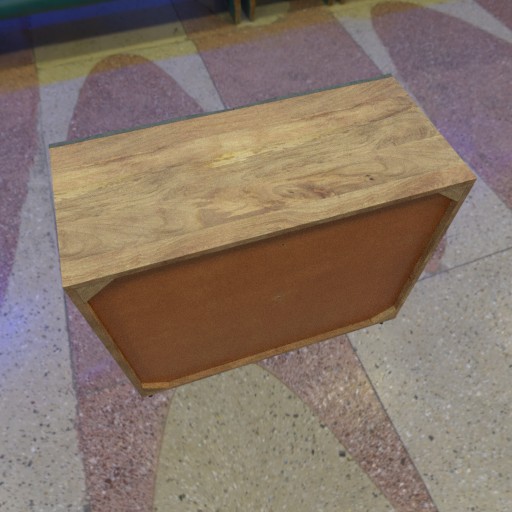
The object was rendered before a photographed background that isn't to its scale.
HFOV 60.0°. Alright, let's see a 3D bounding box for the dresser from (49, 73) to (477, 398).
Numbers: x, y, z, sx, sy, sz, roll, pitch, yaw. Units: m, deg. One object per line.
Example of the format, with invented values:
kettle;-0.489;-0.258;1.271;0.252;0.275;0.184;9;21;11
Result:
dresser;0.000;0.000;1.433;0.967;0.847;0.446;-15;57;-10
